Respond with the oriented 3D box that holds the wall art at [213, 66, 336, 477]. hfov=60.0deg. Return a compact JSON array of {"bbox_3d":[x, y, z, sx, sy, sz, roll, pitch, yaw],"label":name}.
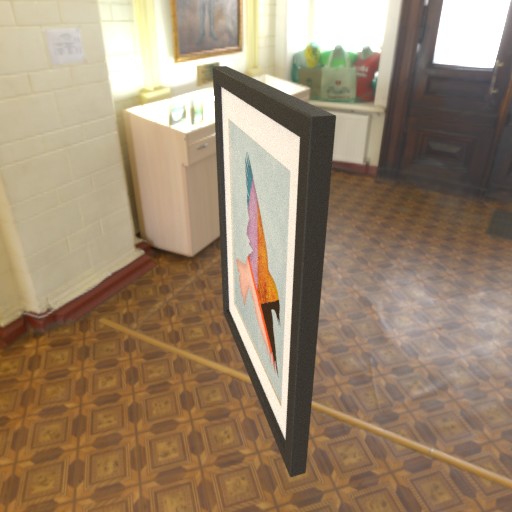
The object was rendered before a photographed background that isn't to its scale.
[{"bbox_3d":[0.000,0.000,0.762,0.028,0.558,0.457,-9,30,-15],"label":"wall art"}]
